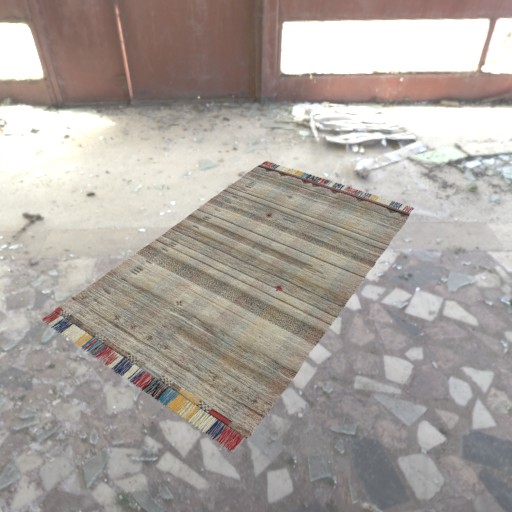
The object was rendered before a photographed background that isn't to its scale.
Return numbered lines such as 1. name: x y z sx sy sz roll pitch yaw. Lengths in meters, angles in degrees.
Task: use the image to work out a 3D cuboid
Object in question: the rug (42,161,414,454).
1. rug: 0.000 0.000 3.114 1.465 0.012 2.465 24 45 26
